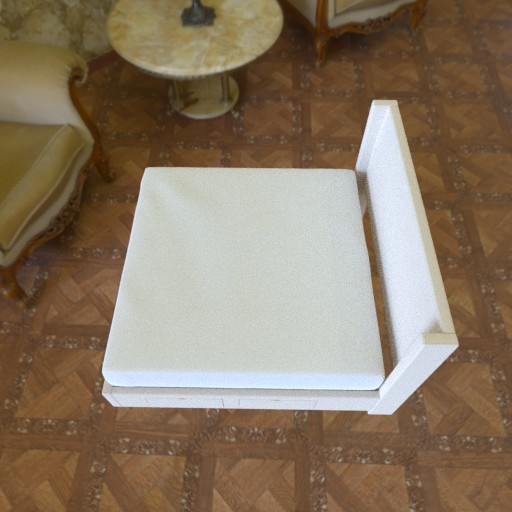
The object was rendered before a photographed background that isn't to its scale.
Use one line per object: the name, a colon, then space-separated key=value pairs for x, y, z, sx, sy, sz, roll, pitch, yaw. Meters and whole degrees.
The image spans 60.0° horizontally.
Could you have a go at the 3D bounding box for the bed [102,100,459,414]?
bed: x=0.000 y=0.000 z=3.648 sx=2.293 sy=1.471 sz=2.145 roll=1 pitch=56 yaw=1
